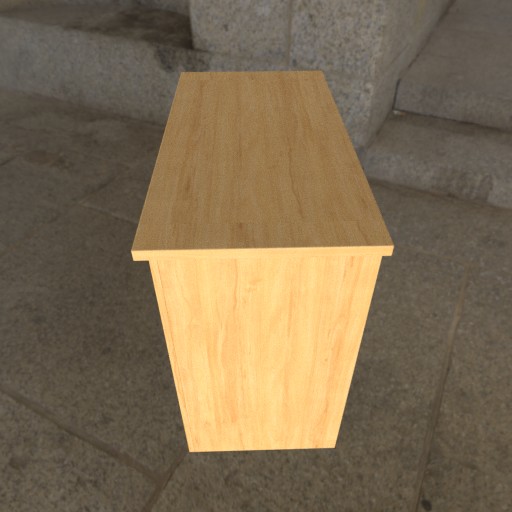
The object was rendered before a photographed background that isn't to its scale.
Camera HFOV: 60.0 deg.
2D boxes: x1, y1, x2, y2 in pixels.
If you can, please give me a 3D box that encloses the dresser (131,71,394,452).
[{"bbox_3d":[0.000,0.000,1.230,0.410,0.730,0.800,-1,41,-1],"label":"dresser"}]
